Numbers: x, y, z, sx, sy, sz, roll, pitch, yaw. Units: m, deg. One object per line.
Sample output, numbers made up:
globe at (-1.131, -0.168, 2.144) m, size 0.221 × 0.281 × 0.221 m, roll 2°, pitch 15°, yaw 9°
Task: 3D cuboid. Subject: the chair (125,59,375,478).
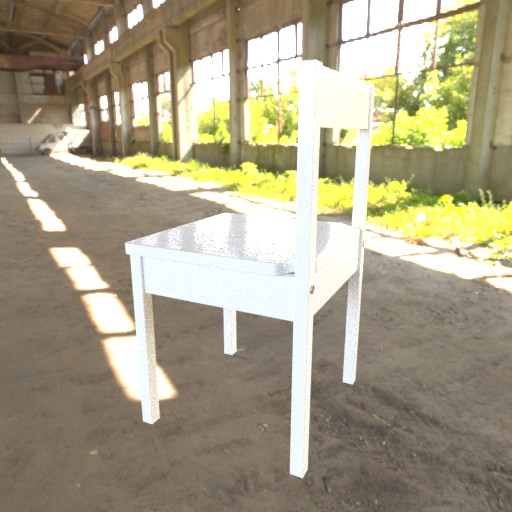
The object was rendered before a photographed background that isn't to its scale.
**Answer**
chair at (0.000, 0.000, 0.902) m, size 0.361 × 0.668 × 0.367 m, roll 8°, pitch 17°, yaw 26°
